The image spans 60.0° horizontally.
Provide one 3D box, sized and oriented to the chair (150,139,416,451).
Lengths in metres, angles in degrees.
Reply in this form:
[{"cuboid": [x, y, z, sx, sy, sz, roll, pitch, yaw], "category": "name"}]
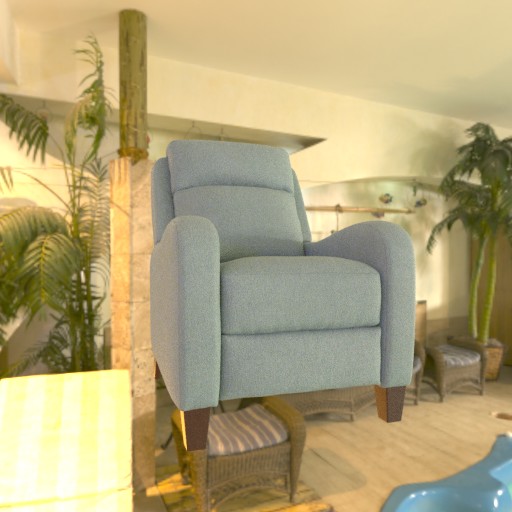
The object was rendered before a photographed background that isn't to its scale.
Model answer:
[{"cuboid": [0.000, 0.000, 1.745, 0.785, 1.067, 0.988, 0, 1, -18], "category": "chair"}]
